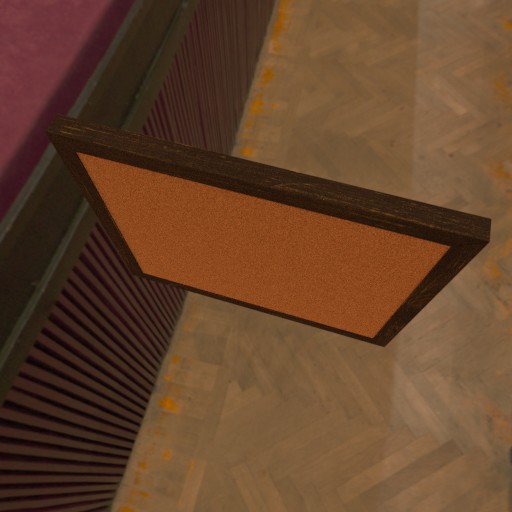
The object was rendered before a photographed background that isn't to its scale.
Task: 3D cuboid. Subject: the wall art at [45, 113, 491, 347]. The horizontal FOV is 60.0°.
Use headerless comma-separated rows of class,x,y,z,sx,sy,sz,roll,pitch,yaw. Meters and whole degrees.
wall art,0.000,0.000,0.745,0.558,0.457,0.032,15,65,7
